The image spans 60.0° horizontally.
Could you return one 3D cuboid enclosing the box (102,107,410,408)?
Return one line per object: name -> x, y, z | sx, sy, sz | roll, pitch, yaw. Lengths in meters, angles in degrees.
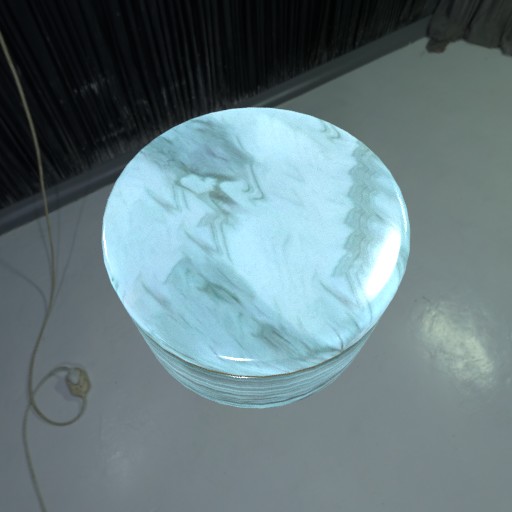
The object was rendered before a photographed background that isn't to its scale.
box -> 0.000, 0.000, 0.170 | 0.101, 0.063, 0.101 | 0, 60, 0
